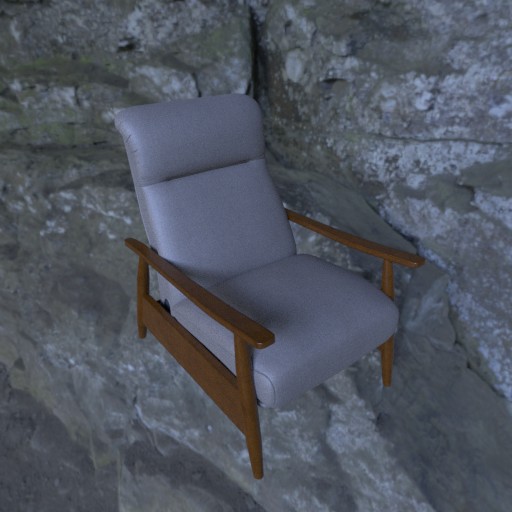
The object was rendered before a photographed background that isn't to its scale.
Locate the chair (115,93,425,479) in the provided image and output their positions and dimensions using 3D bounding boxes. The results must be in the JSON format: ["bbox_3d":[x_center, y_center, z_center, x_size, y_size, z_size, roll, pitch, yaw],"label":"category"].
[{"bbox_3d":[0.000,0.000,1.785,0.762,1.082,1.032,-21,36,-32],"label":"chair"}]
